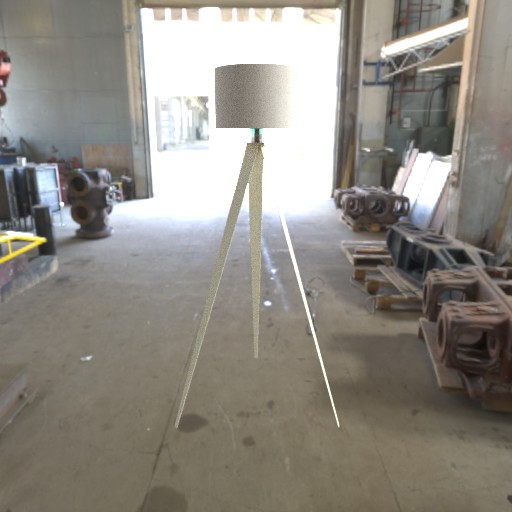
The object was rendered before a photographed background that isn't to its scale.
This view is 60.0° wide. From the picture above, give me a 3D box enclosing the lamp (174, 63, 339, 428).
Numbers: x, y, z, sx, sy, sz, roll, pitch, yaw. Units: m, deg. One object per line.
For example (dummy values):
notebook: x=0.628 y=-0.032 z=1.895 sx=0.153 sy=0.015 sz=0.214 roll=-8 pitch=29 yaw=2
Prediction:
lamp: x=0.000 y=0.000 z=1.924 sx=0.716 sy=1.524 sz=0.724 roll=-15 pitch=21 yaw=-42
